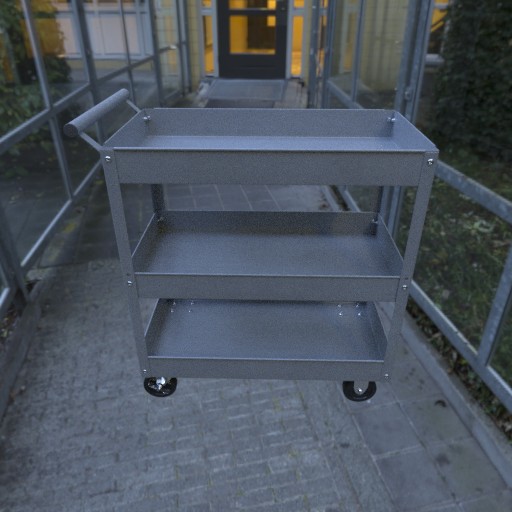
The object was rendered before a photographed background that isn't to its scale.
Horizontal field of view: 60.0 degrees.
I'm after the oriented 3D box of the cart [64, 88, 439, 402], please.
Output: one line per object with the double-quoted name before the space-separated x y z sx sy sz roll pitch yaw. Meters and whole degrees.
"cart" 0.000 0.000 1.178 0.719 0.780 0.366 1 30 1
